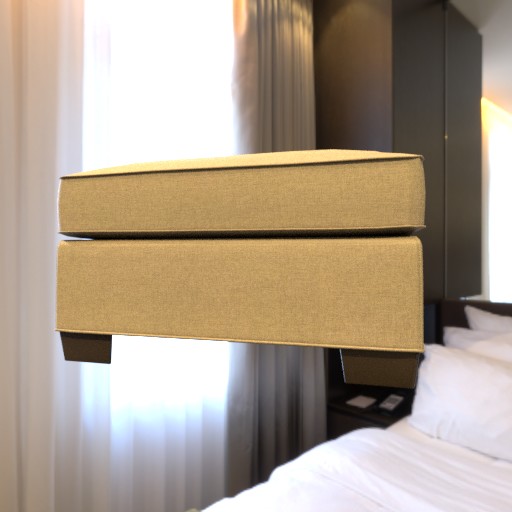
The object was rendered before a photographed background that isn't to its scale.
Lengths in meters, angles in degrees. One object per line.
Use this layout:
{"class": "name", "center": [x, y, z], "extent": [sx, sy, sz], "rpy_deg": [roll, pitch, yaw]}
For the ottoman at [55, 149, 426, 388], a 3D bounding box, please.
{"class": "ottoman", "center": [0.000, 0.000, 1.236], "extent": [0.843, 0.504, 0.619], "rpy_deg": [0, 0, 16]}
